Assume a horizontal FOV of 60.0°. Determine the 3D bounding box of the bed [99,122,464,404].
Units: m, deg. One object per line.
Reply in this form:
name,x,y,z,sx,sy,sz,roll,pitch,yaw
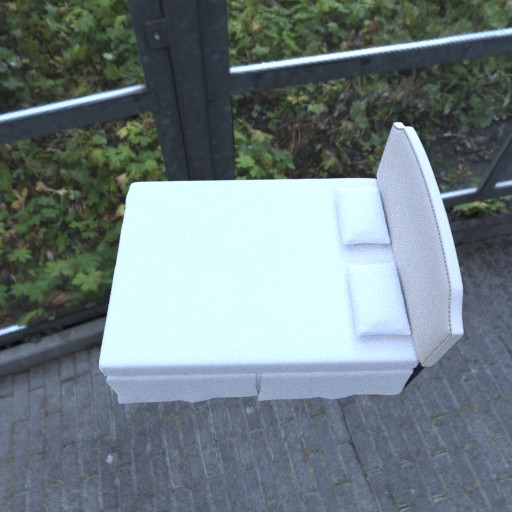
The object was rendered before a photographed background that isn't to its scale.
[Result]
bed,0.000,0.000,2.924,1.999,1.270,1.558,-1,57,-1
